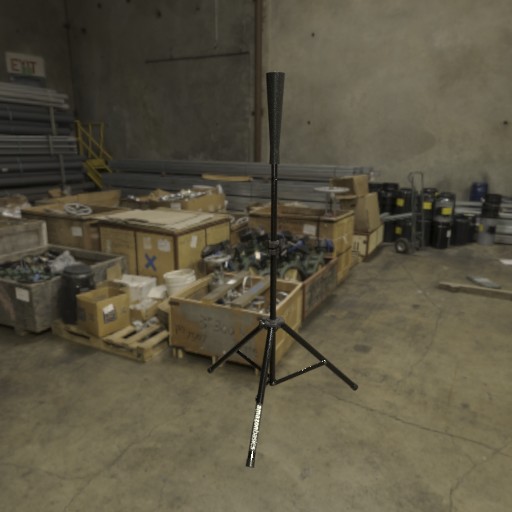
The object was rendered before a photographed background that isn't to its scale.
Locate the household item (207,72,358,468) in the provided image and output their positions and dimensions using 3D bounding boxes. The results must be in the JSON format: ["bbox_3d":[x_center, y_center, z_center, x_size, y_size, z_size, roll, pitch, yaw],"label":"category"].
[{"bbox_3d":[0.000,0.000,1.380,0.559,1.067,0.559,8,16,27],"label":"household item"}]
